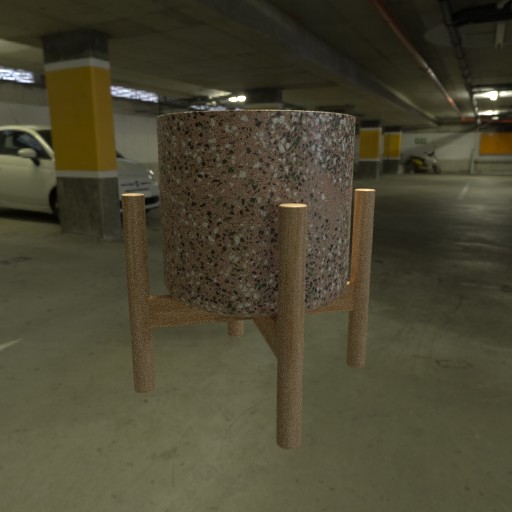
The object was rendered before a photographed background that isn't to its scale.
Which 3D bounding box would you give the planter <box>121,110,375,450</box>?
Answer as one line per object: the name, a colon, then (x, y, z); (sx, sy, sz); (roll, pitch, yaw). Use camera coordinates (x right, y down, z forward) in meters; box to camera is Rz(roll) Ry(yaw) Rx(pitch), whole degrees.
planter: (0.000, 0.000, 0.542); (0.284, 0.320, 0.284); (2, 13, 9)
